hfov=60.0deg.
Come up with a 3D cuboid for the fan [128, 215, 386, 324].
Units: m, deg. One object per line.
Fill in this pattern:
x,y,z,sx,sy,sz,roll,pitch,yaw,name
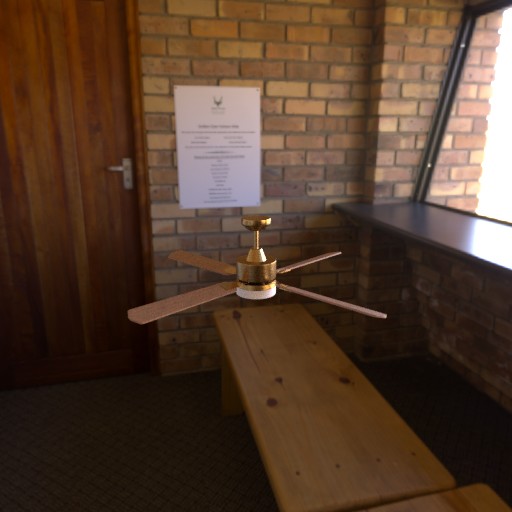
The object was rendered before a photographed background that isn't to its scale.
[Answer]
0.000,0.000,2.040,1.320,0.355,1.320,14,21,42,fan
